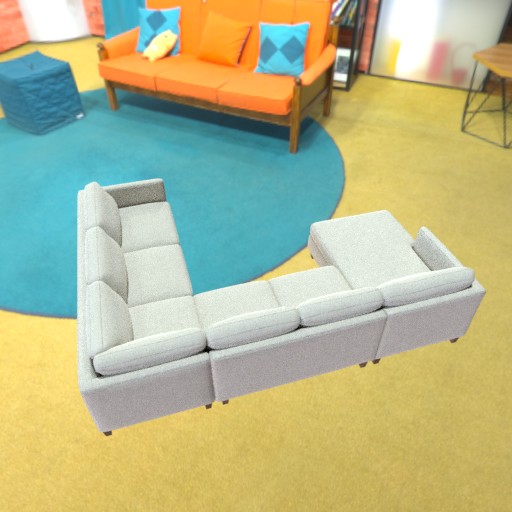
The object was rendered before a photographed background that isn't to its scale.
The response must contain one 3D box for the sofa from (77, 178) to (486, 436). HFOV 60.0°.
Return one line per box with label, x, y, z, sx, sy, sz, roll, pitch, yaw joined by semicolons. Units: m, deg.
sofa;0.000;0.000;4.346;3.238;0.853;2.551;-11;43;-12
